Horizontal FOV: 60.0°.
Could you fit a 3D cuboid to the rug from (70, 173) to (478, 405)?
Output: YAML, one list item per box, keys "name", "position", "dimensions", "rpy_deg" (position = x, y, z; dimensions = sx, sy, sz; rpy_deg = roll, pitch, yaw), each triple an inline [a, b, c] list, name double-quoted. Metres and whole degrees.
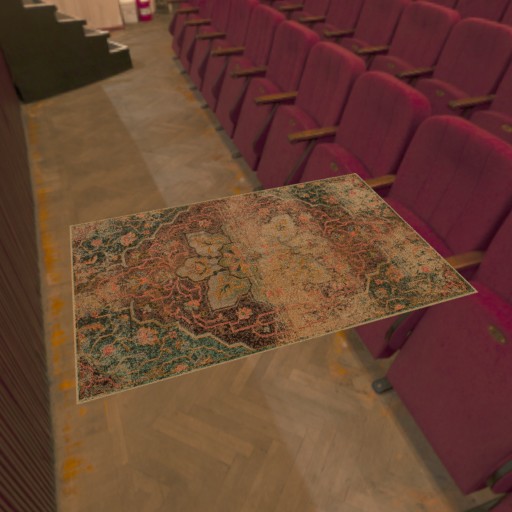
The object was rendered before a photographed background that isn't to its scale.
- name: "rug"
  position: [0.000, 0.000, 2.958]
  dimensions: [2.363, 0.004, 1.566]
  rpy_deg: [-12, 42, -14]
